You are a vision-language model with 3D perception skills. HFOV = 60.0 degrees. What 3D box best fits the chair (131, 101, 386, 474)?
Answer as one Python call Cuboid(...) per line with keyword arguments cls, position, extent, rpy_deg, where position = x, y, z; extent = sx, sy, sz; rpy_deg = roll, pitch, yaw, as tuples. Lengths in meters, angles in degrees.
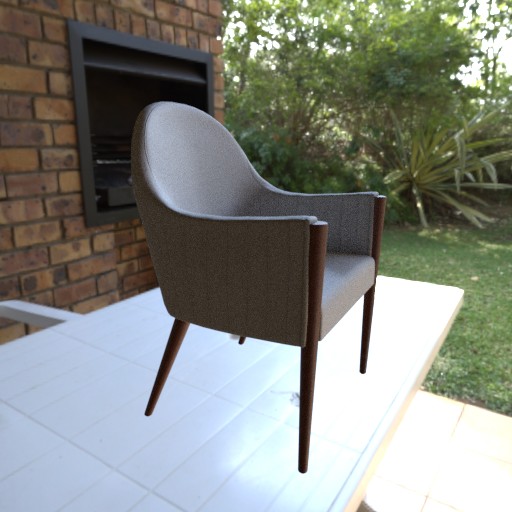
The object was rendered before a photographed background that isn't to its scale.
Cuboid(cls="chair", position=(0.000, 0.000, 1.314), extent=(0.620, 0.889, 0.610), rpy_deg=(8, 16, 27))
